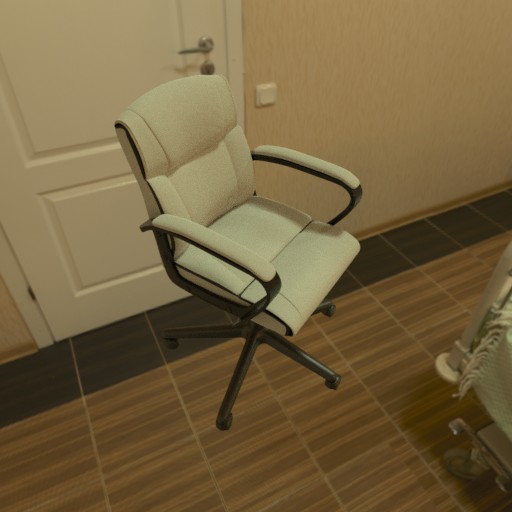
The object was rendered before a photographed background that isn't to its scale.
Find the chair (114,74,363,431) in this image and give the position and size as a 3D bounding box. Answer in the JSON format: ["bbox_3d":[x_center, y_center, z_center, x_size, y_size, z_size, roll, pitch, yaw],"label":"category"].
[{"bbox_3d":[0.000,0.000,1.483,0.717,1.004,0.739,24,46,25],"label":"chair"}]
